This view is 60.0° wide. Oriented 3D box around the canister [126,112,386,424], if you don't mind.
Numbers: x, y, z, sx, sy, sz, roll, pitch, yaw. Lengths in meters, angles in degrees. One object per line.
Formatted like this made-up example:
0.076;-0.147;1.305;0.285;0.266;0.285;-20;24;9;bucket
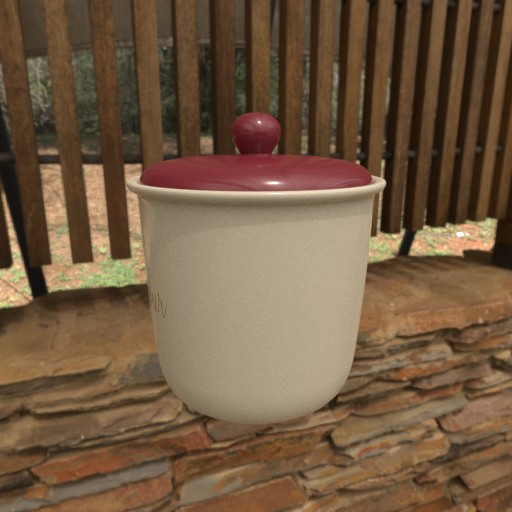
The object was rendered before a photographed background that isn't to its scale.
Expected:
0.000;0.000;0.337;0.182;0.208;0.182;0;15;0;canister
